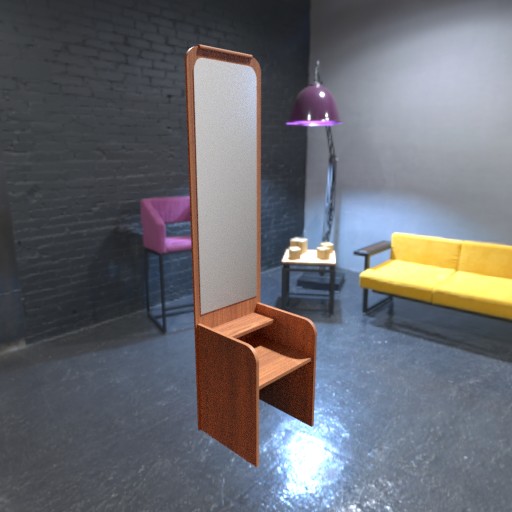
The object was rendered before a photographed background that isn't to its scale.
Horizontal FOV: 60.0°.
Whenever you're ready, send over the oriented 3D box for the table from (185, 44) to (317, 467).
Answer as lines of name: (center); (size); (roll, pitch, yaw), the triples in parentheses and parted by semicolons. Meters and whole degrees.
table: (0.000, 0.000, 2.073); (0.420, 1.830, 0.450); (13, 19, 42)
